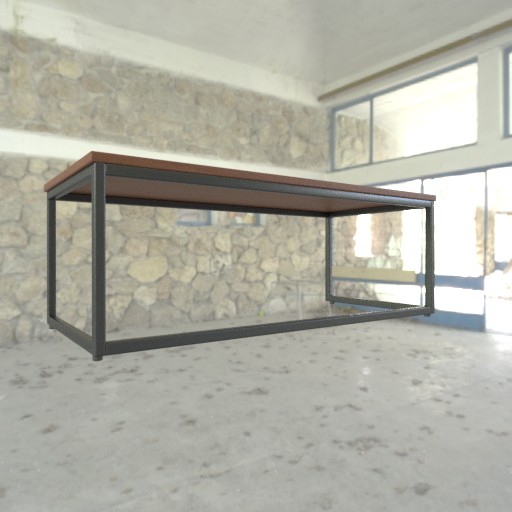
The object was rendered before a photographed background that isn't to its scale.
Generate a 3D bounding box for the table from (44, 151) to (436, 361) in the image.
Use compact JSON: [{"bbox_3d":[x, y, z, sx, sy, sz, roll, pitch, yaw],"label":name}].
[{"bbox_3d":[0.000,0.000,1.351,1.100,0.400,0.500,0,0,-35],"label":"table"}]
